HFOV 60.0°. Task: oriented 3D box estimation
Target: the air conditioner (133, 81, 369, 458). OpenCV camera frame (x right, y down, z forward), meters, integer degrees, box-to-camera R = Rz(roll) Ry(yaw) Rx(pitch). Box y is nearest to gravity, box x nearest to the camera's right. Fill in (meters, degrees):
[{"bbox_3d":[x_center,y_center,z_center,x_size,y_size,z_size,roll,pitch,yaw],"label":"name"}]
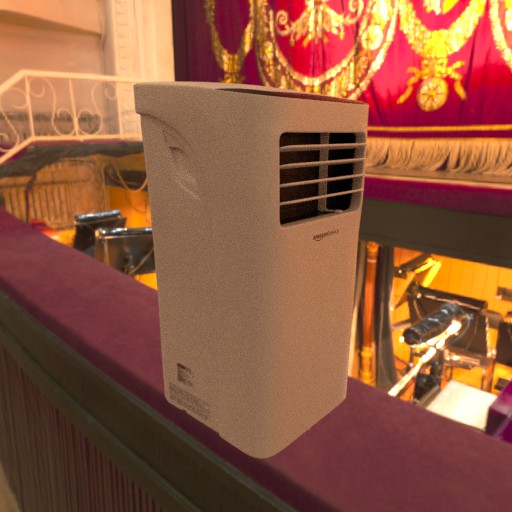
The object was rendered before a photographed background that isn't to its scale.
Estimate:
[{"bbox_3d":[0.000,0.000,0.957,0.369,0.716,0.352,14,21,41],"label":"air conditioner"}]
